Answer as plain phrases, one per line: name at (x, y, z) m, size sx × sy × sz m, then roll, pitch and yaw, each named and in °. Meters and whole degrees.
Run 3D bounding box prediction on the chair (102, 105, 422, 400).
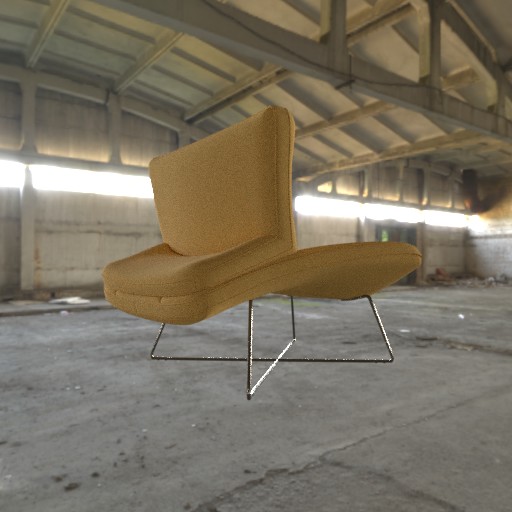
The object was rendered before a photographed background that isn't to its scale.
chair at (0.000, 0.000, 1.730) m, size 1.008 × 0.855 × 0.859 m, roll 1°, pitch -1°, yaw -37°
